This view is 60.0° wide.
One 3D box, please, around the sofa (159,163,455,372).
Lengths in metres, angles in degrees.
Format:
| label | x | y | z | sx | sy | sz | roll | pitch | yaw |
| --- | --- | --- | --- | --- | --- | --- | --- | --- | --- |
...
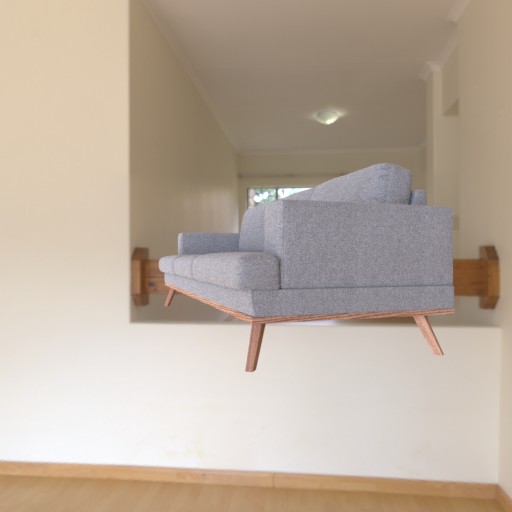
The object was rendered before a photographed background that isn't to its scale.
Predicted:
| label | x | y | z | sx | sy | sz | roll | pitch | yaw |
| --- | --- | --- | --- | --- | --- | --- | --- | --- | --- |
| sofa | 0.000 | 0.000 | 2.713 | 0.920 | 0.810 | 2.310 | 0 | 0 | -19 |
